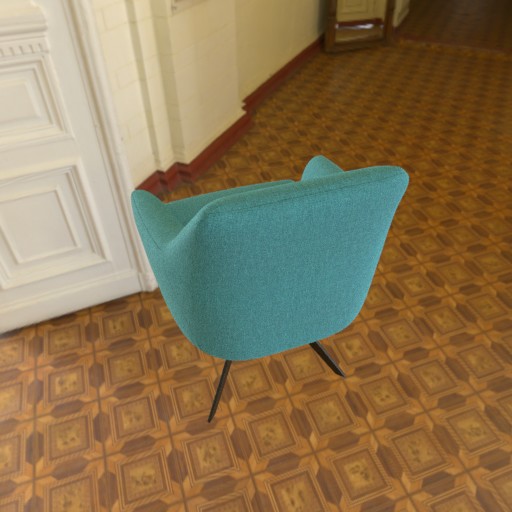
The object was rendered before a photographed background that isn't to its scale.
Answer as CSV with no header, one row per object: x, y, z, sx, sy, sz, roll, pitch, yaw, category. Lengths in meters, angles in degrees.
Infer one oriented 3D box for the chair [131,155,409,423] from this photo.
0.000,0.000,1.338,0.642,0.874,0.677,-14,44,-15,chair
